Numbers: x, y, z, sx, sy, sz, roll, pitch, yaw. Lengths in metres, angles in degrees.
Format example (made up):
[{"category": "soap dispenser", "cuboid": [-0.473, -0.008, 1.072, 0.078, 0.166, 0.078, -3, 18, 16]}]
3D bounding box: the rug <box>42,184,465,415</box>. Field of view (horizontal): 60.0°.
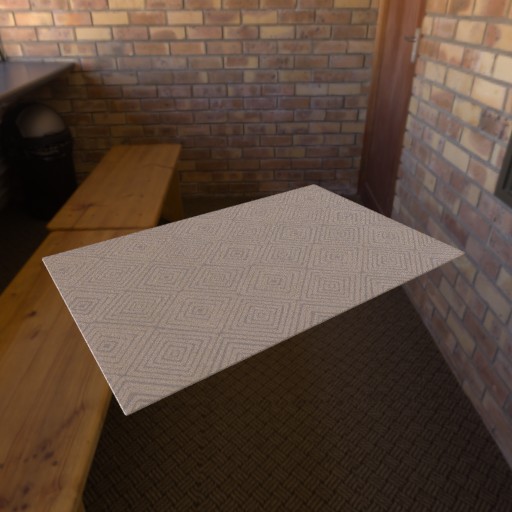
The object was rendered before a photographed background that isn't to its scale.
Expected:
[{"category": "rug", "cuboid": [0.000, 0.000, 2.191, 1.753, 0.008, 1.143, -19, 35, -29]}]
